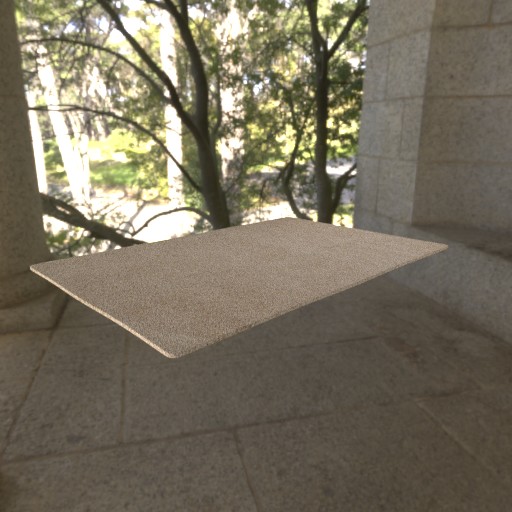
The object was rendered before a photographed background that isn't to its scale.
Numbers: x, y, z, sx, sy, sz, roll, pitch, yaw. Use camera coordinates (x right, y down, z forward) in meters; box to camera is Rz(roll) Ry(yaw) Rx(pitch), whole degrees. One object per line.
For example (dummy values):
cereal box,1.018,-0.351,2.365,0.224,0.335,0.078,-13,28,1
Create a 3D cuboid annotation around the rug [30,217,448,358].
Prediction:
rug,0.000,0.000,3.370,2.700,0.024,1.801,-15,21,-42
